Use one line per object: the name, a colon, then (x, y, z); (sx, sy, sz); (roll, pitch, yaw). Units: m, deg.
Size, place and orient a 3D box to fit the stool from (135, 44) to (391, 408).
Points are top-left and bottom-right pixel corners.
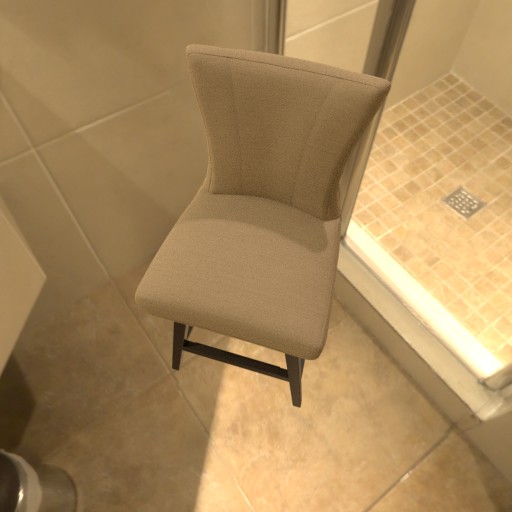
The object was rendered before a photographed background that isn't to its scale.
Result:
stool: (0.000, 0.000, 1.344); (0.514, 1.000, 0.574); (14, 59, 9)
